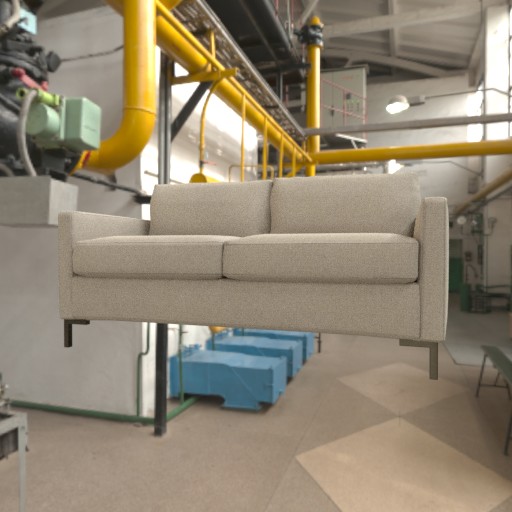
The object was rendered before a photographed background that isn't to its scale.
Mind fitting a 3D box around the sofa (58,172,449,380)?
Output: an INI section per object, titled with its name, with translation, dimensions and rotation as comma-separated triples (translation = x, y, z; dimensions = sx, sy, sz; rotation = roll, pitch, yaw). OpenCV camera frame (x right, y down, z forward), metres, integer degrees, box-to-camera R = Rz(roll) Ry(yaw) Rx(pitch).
[sofa]
translation = 0.000, 0.000, 2.154
dimensions = 1.682, 0.840, 0.875
rotation = 0, 1, 19
